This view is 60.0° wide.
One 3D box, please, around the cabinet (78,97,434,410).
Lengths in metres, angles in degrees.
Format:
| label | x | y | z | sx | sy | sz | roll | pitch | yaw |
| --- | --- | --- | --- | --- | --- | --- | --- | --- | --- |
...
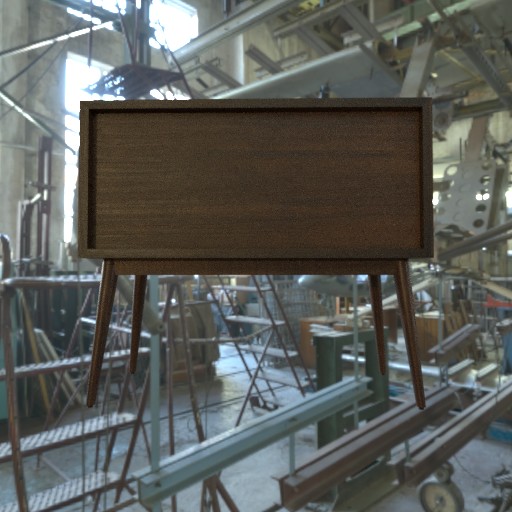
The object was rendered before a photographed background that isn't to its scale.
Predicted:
| label | x | y | z | sx | sy | sz | roll | pitch | yaw |
| --- | --- | --- | --- | --- | --- | --- | --- | --- | --- |
| cabinet | 0.000 | 0.000 | 1.102 | 0.743 | 0.654 | 0.354 | 0 | -2 | 1 |
